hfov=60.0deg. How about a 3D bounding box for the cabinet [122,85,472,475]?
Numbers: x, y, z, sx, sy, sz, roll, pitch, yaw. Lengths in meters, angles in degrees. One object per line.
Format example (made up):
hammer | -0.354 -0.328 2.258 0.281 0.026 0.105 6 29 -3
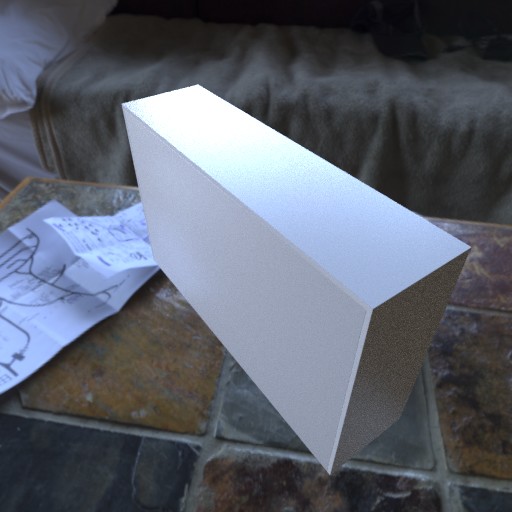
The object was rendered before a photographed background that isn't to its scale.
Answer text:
cabinet | 0.000 0.000 1.840 0.380 0.900 1.450 -25 47 -26
